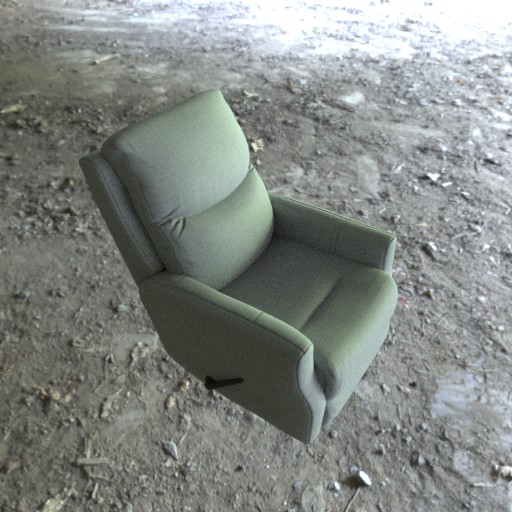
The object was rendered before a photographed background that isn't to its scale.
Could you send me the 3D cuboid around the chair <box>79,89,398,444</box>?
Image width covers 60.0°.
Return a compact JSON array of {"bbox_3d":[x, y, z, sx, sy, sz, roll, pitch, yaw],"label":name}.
[{"bbox_3d":[0.000,0.000,1.786,1.080,1.030,0.829,26,48,26],"label":"chair"}]
